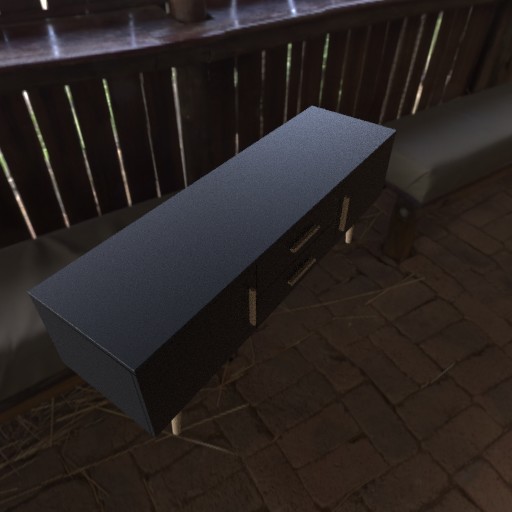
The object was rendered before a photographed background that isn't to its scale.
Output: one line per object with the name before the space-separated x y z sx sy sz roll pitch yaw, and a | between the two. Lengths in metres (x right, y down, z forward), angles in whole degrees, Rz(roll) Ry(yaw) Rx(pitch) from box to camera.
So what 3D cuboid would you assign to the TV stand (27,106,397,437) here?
TV stand | 0.000 0.000 1.539 0.390 0.518 1.312 26 48 26
